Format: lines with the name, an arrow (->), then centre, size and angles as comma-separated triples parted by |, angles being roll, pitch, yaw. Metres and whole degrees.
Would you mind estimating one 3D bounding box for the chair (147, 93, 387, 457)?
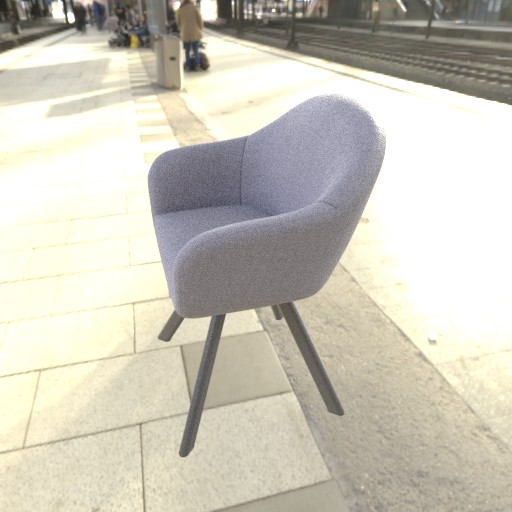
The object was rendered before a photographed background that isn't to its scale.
chair -> 0.000, 0.000, 1.181 | 0.550, 0.795, 0.590 | -9, 30, -15
